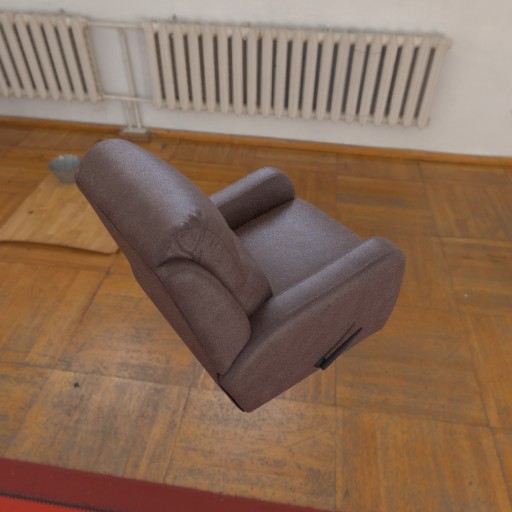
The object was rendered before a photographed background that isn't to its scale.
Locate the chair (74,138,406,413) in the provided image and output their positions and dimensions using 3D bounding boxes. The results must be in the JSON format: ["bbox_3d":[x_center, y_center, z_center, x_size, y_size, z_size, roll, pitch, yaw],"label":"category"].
[{"bbox_3d":[0.000,0.000,1.826,1.067,1.067,0.865,-26,48,-27],"label":"chair"}]
